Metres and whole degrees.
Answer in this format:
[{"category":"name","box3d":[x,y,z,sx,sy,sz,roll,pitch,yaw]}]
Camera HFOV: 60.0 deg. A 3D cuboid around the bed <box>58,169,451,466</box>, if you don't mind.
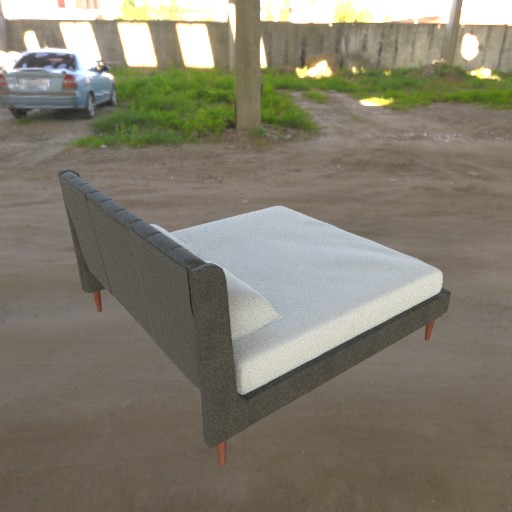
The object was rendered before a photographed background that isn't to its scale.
[{"category":"bed","box3d":[0.000,0.000,2.548,1.638,0.933,1.531,-18,30,-33]}]
